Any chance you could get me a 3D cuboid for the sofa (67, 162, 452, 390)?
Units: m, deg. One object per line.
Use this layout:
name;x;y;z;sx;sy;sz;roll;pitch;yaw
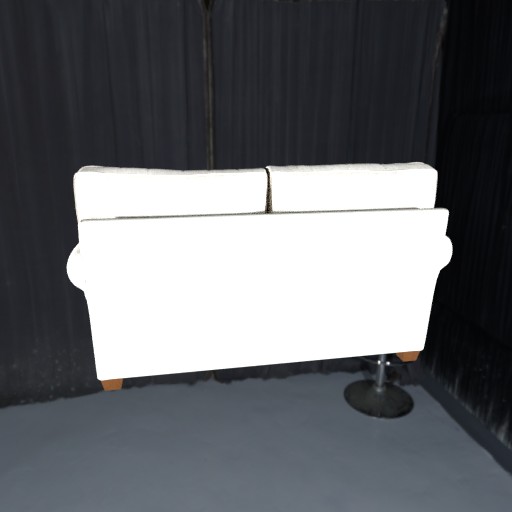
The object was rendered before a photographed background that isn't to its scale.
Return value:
sofa;0.000;0.000;2.307;1.701;0.966;0.966;-3;15;-10
